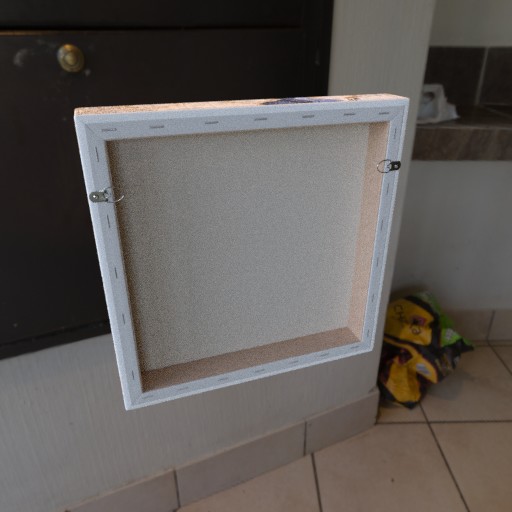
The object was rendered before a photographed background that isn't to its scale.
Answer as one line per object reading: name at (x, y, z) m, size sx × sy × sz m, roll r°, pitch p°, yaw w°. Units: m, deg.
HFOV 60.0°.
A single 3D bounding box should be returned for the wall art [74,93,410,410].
wall art at (0.000, 0.000, 0.460) m, size 0.303 × 0.304 × 0.036 m, roll -9°, pitch 28°, yaw -17°
